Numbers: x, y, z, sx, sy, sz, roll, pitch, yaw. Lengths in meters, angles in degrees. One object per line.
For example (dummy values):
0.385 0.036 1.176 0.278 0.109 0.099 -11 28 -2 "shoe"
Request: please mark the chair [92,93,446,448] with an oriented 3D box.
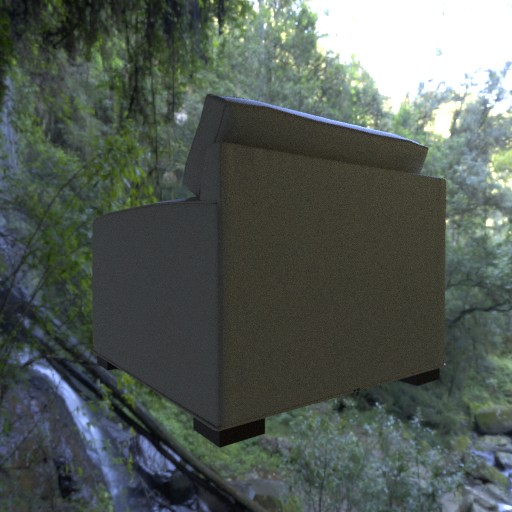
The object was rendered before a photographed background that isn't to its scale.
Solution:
0.000 0.000 1.763 0.998 0.913 1.043 -1 1 -36 "chair"
